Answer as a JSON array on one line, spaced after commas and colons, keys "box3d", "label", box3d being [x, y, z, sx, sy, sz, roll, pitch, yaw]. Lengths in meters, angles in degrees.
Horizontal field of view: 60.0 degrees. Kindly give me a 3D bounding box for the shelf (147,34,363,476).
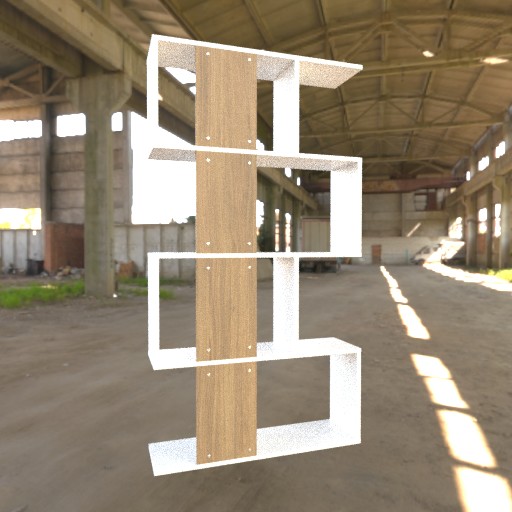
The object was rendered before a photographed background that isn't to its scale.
[{"box3d": [0.000, 0.000, 1.912, 0.890, 1.650, 0.250, 0, 1, -18], "label": "shelf"}]
